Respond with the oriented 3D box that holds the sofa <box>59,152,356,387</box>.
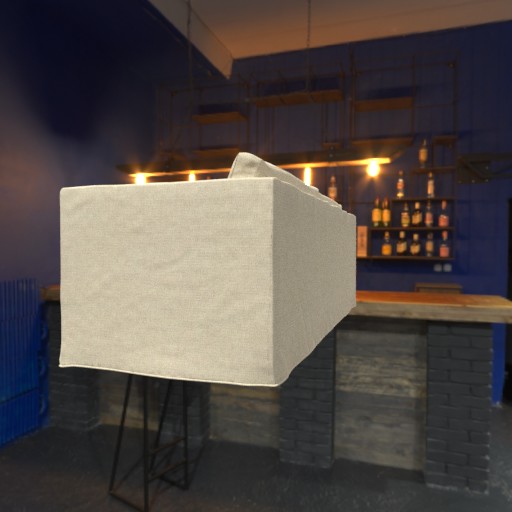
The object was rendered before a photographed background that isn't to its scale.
[{"bbox_3d":[0.000,0.000,2.723,0.962,0.853,2.312,1,2,20],"label":"sofa"}]
